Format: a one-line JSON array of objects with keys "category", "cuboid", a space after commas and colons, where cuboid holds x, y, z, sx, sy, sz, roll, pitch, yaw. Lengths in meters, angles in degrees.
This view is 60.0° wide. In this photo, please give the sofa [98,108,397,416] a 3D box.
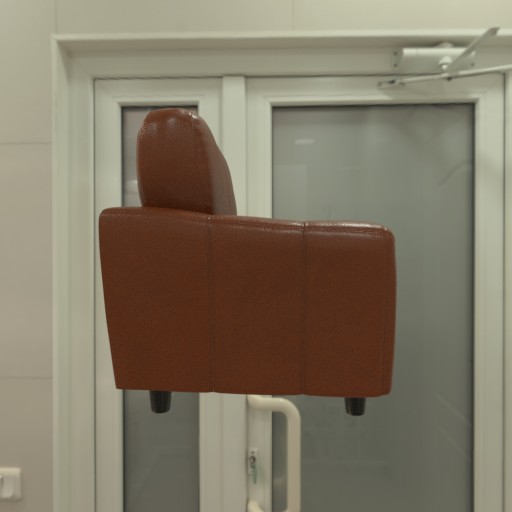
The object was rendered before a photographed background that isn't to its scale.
[{"category": "sofa", "cuboid": [0.000, 0.000, 1.526, 0.789, 0.876, 0.836, 0, 0, 2]}]
